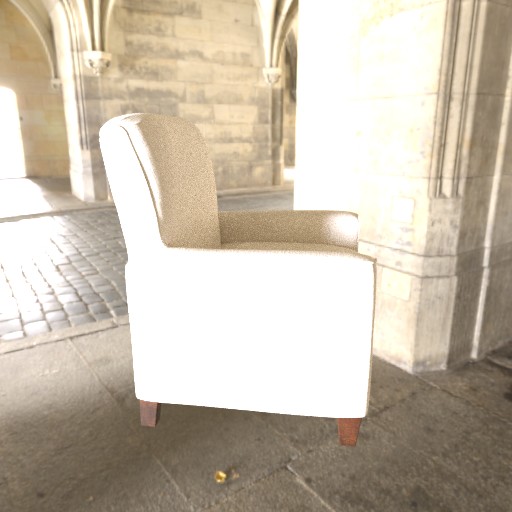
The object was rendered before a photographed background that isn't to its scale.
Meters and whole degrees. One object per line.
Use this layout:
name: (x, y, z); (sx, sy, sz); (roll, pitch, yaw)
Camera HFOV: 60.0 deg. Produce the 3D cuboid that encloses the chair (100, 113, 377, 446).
chair: (0.000, 0.000, 1.683); (0.858, 1.028, 0.841); (2, 16, 8)
